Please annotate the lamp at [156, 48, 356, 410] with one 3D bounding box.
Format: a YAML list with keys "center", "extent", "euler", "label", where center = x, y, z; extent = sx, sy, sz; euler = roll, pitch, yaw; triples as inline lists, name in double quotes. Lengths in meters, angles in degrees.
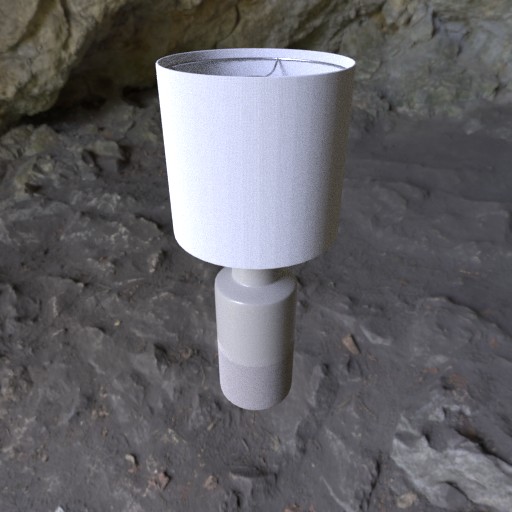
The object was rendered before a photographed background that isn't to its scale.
- center: [0.000, 0.000, 0.604]
  extent: [0.212, 0.493, 0.212]
  euler: [8, 32, 14]
  label: "lamp"
